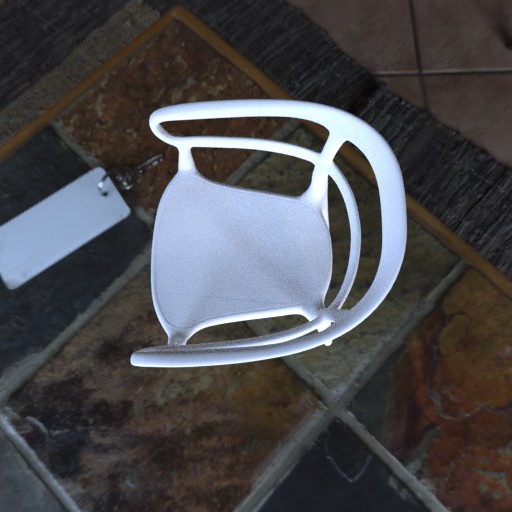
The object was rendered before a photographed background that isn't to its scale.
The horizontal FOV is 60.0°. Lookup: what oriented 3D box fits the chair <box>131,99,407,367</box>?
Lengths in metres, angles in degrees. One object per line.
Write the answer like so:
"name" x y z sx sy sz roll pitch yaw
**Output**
"chair" 0.000 0.000 1.146 0.527 0.761 0.559 1 76 0
